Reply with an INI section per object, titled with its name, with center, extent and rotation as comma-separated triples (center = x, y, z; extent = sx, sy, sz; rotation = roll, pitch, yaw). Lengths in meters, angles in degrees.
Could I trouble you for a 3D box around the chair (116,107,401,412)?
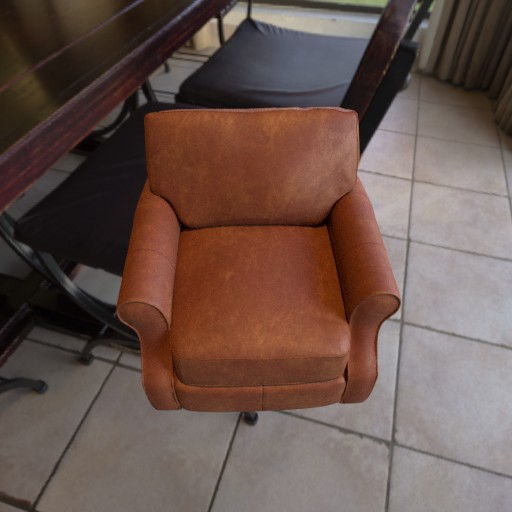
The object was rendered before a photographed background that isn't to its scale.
[chair]
center = 0.000, 0.000, 1.794
extent = 0.983, 0.962, 0.986
rotation = -2, 46, -2
